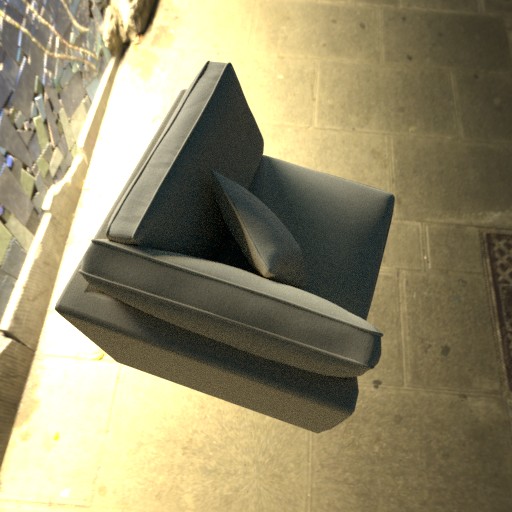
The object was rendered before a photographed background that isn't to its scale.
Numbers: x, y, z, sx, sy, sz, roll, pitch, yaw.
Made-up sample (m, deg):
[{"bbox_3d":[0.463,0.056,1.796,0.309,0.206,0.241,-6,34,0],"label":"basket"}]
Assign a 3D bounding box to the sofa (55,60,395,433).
[{"bbox_3d":[0.000,0.000,1.950,1.084,1.002,1.146,17,65,8],"label":"sofa"}]
